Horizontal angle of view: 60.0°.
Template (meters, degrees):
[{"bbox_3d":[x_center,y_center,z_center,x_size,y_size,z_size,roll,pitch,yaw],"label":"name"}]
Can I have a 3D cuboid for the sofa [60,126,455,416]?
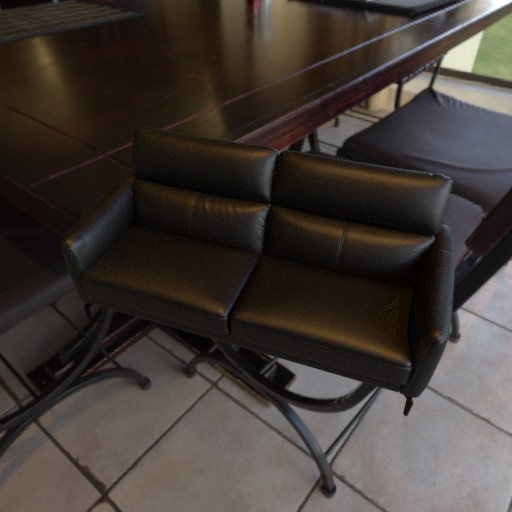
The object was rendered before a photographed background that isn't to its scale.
[{"bbox_3d":[0.000,0.000,2.495,2.069,0.957,0.856,13,41,15],"label":"sofa"}]
